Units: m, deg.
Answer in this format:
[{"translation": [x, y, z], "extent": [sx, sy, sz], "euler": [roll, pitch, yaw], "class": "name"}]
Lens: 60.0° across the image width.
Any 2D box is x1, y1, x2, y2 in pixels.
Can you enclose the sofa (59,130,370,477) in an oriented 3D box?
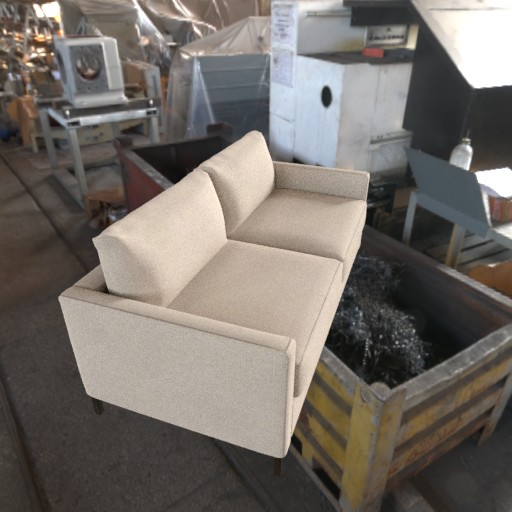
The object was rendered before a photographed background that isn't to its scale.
[{"translation": [0.000, 0.000, 2.179], "extent": [0.875, 0.840, 1.682], "euler": [11, 32, 18], "class": "sofa"}]
